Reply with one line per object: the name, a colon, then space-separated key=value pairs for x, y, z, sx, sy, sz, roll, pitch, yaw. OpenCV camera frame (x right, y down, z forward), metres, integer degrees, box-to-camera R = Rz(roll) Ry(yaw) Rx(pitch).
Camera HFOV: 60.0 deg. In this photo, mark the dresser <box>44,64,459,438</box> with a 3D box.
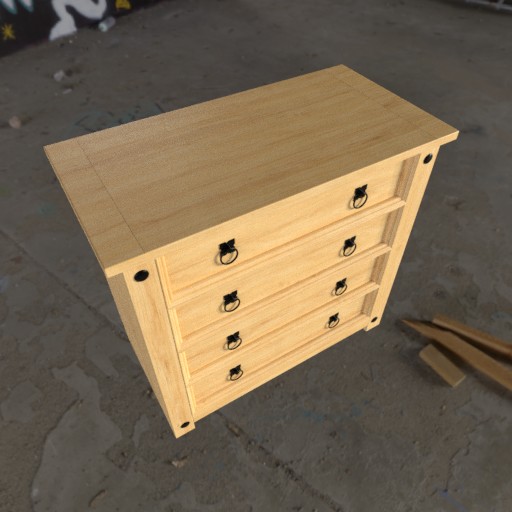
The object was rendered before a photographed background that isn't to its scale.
dresser: x=0.000 y=0.000 z=1.218 sx=0.800 sy=0.730 sz=0.410 roll=-23 pitch=50 yaw=-21
